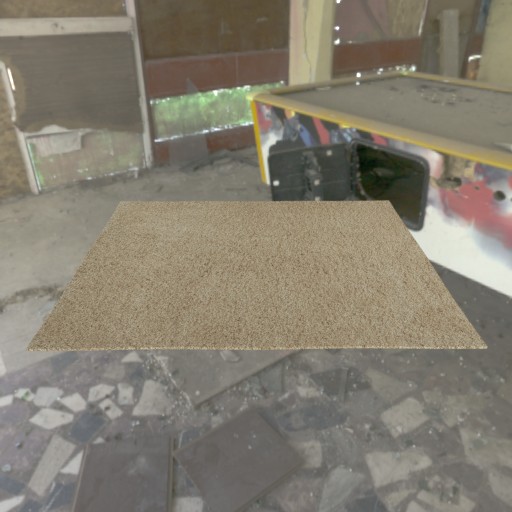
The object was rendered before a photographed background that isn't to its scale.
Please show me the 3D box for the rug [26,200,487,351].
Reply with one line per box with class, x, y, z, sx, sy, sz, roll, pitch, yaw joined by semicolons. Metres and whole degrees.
rug;0.000;0.000;3.918;3.000;0.025;2.400;0;30;0
